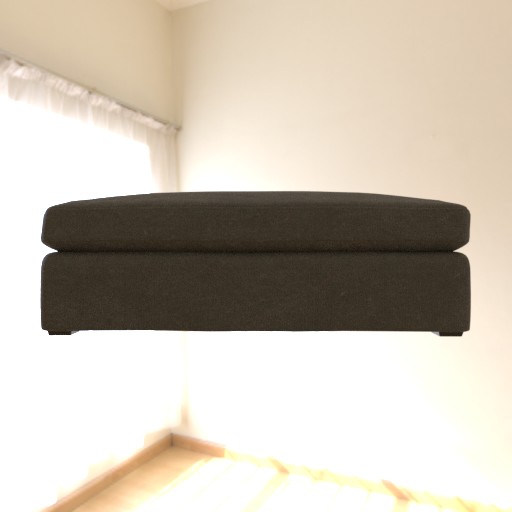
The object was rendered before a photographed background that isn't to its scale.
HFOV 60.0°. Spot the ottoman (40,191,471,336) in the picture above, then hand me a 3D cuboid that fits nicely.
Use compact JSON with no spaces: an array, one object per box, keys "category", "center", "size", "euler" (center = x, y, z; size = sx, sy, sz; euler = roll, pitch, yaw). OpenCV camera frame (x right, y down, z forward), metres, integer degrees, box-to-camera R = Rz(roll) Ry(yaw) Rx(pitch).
[{"category":"ottoman","center":[0.000,0.000,1.589],"size":[1.199,0.429,0.840],"euler":[0,0,1]}]
